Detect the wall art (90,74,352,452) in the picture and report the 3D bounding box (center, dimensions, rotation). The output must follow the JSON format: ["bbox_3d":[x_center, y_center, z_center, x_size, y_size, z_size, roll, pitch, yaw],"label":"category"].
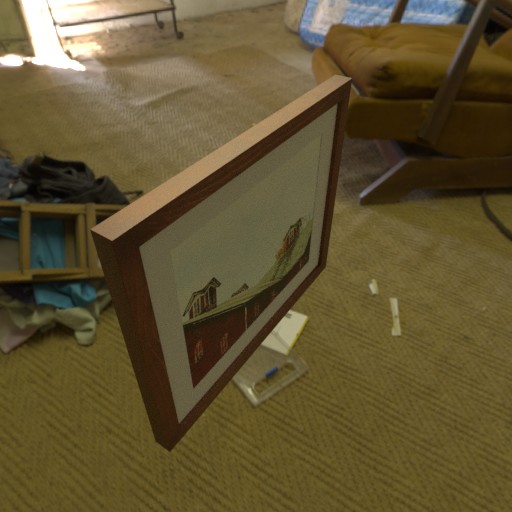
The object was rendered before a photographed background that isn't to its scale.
[{"bbox_3d":[0.000,0.000,0.775,0.033,0.457,0.558,24,47,25],"label":"wall art"}]
